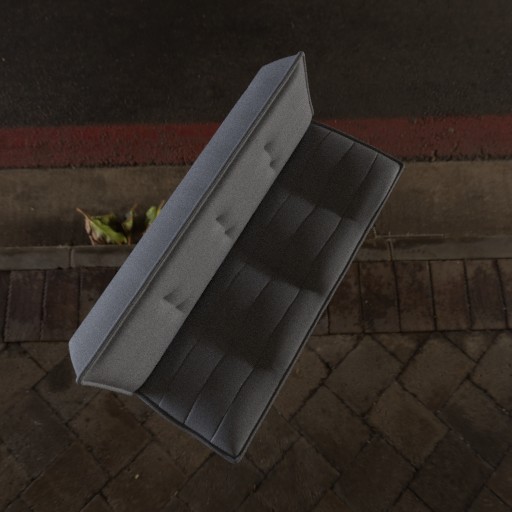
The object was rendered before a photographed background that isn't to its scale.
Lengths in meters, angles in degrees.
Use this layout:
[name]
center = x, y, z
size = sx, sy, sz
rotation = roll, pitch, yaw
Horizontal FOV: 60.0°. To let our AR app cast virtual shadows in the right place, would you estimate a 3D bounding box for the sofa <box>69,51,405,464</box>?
[sofa]
center = 0.000, 0.000, 2.452
size = 0.950, 0.890, 1.940
rotation = 30, 76, 8
